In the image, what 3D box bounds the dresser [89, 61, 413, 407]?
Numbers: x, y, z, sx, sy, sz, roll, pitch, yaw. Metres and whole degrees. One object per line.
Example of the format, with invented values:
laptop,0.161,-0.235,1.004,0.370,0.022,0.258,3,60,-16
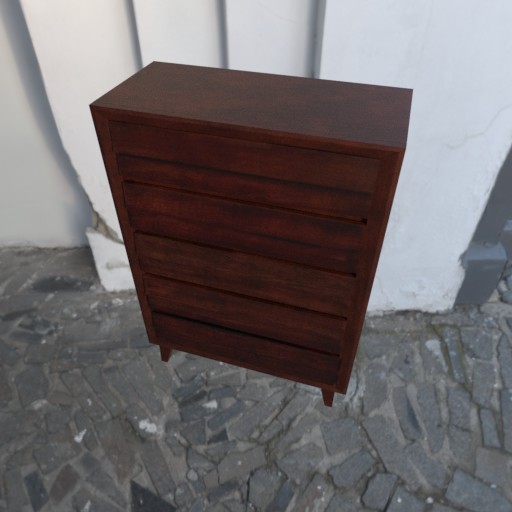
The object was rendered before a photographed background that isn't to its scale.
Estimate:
dresser,0.000,0.000,2.091,1.072,1.514,0.506,12,42,13
